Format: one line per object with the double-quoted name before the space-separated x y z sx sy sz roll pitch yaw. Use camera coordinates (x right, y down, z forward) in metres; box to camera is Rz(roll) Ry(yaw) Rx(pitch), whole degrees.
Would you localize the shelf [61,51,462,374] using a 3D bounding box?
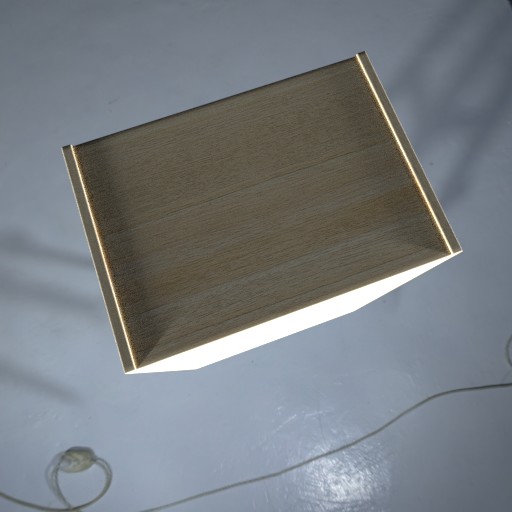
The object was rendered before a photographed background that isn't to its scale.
"shelf" 0.000 0.000 0.822 0.414 0.592 0.290 -19 77 -5
